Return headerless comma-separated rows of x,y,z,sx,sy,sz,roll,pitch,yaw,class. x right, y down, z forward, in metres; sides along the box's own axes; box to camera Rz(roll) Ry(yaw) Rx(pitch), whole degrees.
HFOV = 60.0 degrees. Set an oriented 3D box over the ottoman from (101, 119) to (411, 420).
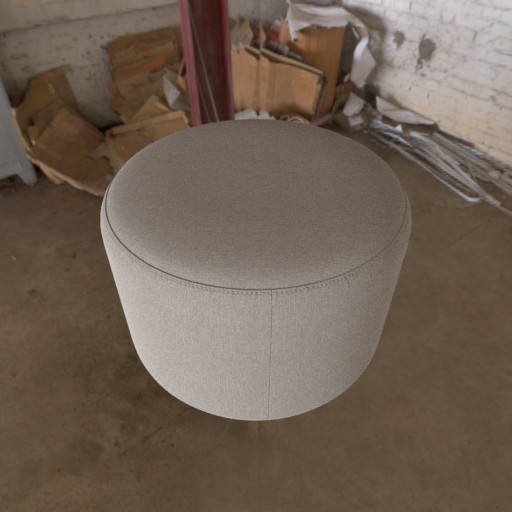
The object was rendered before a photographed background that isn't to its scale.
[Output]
0.000,0.000,0.994,0.608,0.433,0.608,0,42,0,ottoman
